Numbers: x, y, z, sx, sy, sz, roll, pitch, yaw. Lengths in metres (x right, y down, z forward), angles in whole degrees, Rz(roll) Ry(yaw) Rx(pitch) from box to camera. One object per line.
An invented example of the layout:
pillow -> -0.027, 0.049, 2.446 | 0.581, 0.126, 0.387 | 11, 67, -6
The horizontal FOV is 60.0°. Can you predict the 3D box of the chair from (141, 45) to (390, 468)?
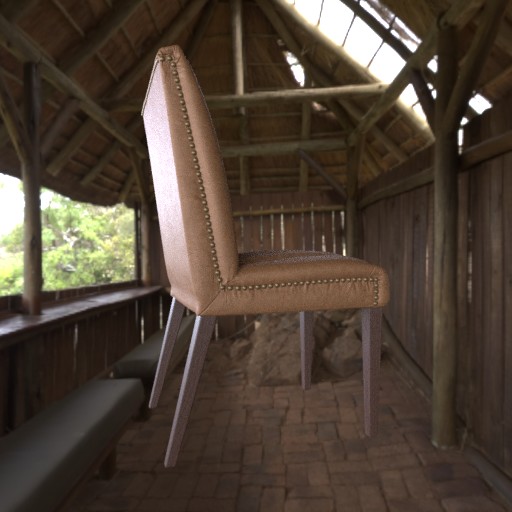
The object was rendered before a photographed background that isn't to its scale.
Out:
chair -> 0.000, 0.000, 1.363 | 0.647, 1.016, 0.511 | 0, 1, -19
